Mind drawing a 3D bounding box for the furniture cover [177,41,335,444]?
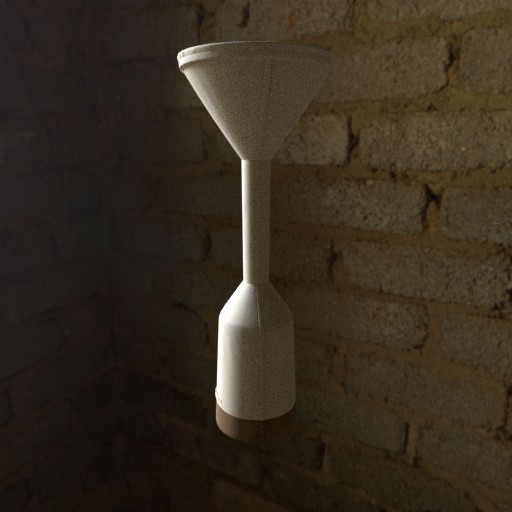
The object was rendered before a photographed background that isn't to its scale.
[{"bbox_3d":[0.000,0.000,2.908,0.914,2.413,0.914,-2,15,-8],"label":"furniture cover"}]
